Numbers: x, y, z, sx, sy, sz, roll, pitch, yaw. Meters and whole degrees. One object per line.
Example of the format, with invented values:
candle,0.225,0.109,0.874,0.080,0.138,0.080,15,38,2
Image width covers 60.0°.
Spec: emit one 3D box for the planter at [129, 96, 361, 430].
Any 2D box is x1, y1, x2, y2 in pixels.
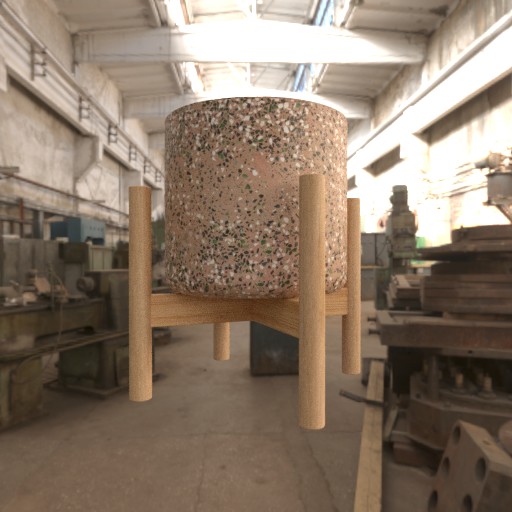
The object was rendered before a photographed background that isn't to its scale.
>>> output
planter,0.000,0.000,0.552,0.284,0.320,0.284,0,1,0
